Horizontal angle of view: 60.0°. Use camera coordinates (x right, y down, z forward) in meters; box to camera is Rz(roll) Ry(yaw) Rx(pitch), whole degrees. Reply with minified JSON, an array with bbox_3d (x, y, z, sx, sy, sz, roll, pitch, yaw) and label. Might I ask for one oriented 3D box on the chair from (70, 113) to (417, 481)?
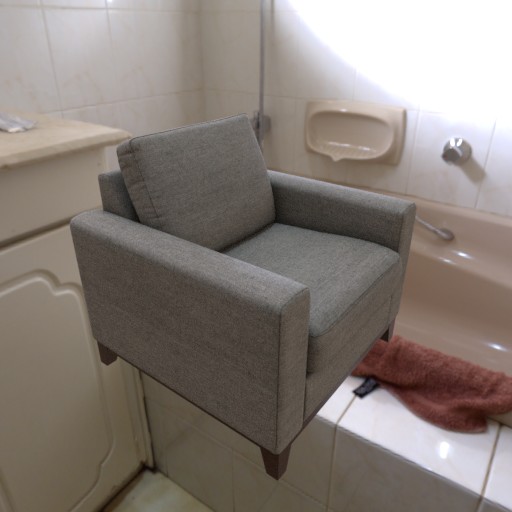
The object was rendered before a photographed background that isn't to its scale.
[{"bbox_3d":[0.000,0.000,1.862,1.038,1.010,1.024,19,33,33],"label":"chair"}]
